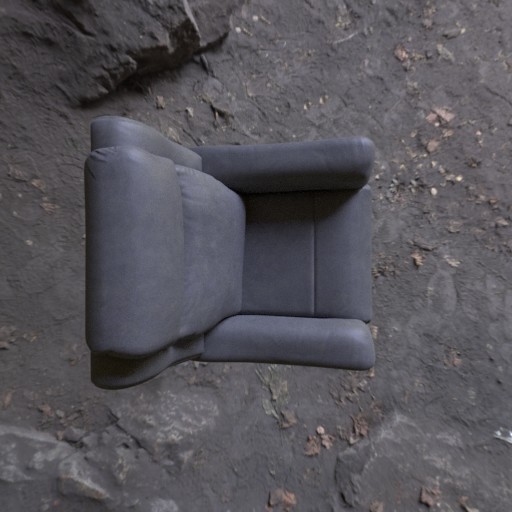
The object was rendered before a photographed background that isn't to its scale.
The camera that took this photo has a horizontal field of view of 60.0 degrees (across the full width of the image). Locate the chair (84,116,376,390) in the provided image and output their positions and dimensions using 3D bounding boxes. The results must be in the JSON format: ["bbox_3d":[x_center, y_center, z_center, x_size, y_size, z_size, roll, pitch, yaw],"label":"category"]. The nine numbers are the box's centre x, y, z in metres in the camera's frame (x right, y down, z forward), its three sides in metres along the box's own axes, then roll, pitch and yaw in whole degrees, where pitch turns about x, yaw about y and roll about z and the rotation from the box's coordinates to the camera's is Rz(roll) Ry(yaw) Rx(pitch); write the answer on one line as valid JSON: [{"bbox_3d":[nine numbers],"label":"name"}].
[{"bbox_3d":[0.000,0.000,1.840,1.068,1.116,0.967,0,90,0],"label":"chair"}]
